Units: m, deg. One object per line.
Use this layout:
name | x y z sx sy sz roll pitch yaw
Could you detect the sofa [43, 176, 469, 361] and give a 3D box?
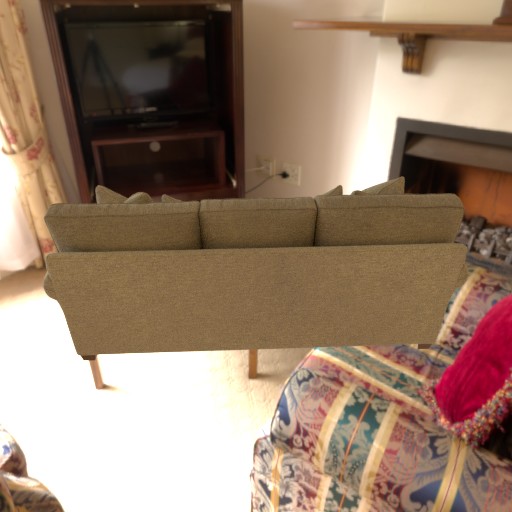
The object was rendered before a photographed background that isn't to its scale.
sofa | 0.000 0.000 2.779 2.312 0.975 0.965 -1 30 -2
